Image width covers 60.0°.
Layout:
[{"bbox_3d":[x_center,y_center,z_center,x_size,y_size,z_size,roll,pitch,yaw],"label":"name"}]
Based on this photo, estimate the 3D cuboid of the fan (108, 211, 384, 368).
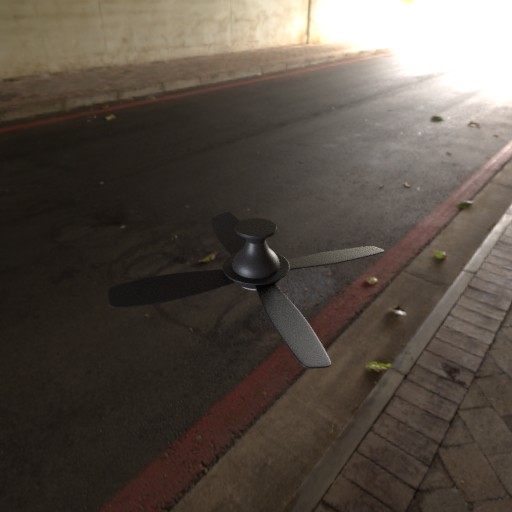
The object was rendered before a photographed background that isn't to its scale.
[{"bbox_3d":[0.000,0.000,2.586,1.694,0.382,1.694,-10,31,-16],"label":"fan"}]
